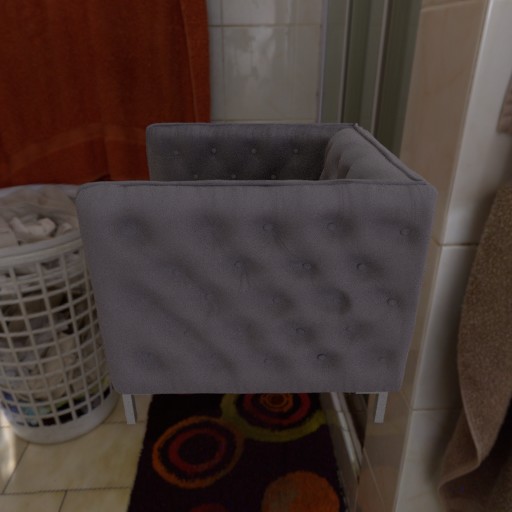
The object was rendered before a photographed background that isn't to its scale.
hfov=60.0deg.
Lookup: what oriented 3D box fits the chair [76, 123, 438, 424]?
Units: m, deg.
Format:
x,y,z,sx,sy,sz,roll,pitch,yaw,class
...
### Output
x,y,z,sx,sy,sz,roll,pitch,yaw,class
0.000,0.000,1.609,0.913,0.807,0.946,0,26,0,chair
